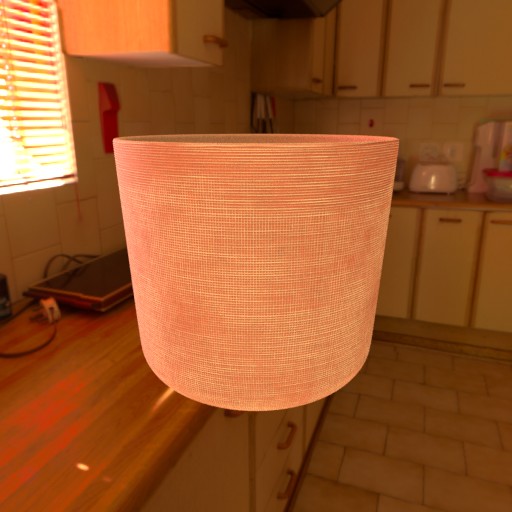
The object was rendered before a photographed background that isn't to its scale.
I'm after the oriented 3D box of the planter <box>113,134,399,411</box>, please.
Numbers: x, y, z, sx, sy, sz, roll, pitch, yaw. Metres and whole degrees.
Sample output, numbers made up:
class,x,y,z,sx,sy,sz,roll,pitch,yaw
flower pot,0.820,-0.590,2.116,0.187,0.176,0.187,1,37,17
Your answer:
class,x,y,z,sx,sy,sz,roll,pitch,yaw
planter,0.000,0.000,0.770,0.440,0.398,0.440,0,17,0
